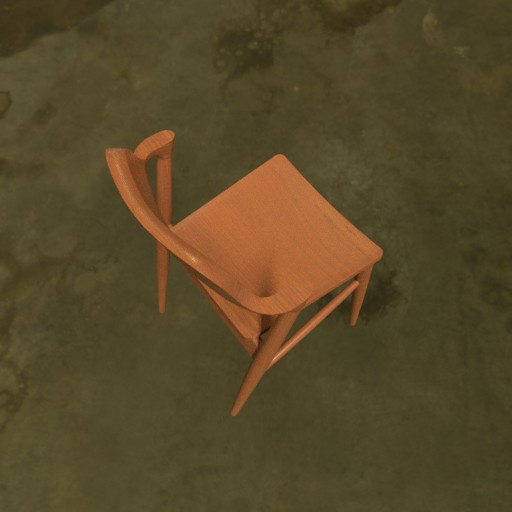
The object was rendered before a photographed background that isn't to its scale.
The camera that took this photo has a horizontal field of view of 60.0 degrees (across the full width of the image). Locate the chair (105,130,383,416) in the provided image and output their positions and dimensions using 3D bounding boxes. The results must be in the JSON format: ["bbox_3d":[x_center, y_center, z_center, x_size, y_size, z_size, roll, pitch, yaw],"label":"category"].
[{"bbox_3d":[0.000,0.000,1.128,0.499,0.801,0.496,-33,66,-17],"label":"chair"}]
